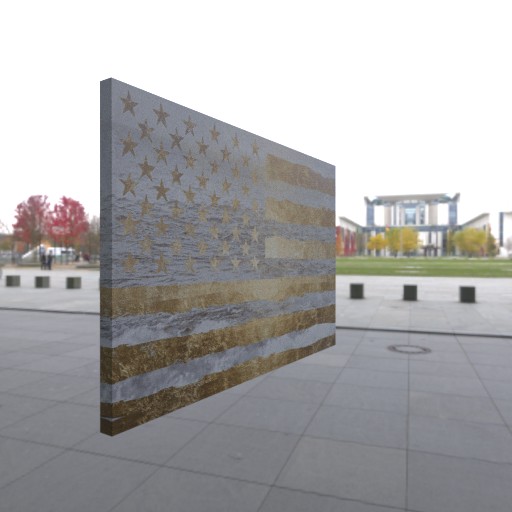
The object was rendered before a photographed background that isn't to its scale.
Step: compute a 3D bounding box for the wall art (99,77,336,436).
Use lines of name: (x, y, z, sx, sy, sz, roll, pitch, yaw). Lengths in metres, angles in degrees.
wall art: (0.000, 0.000, 1.422, 0.041, 0.762, 1.145, 0, 0, 34)
